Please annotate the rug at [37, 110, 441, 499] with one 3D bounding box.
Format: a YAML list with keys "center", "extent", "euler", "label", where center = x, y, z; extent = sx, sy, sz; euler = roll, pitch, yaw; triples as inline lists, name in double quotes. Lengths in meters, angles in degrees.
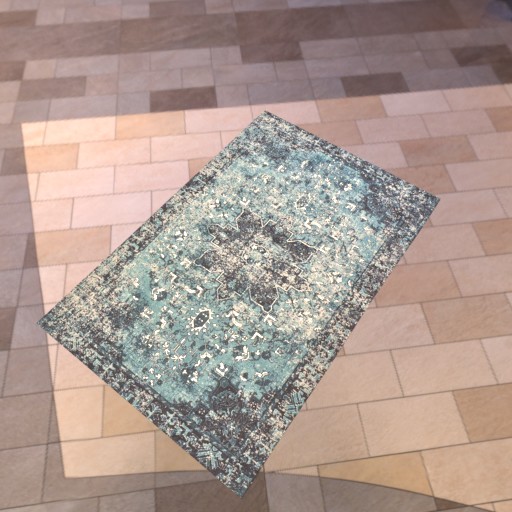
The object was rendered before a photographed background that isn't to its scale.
- center: [0.000, 0.000, 2.279]
  extent: [1.219, 0.005, 1.828]
  euler: [32, 64, 18]
  label: "rug"
